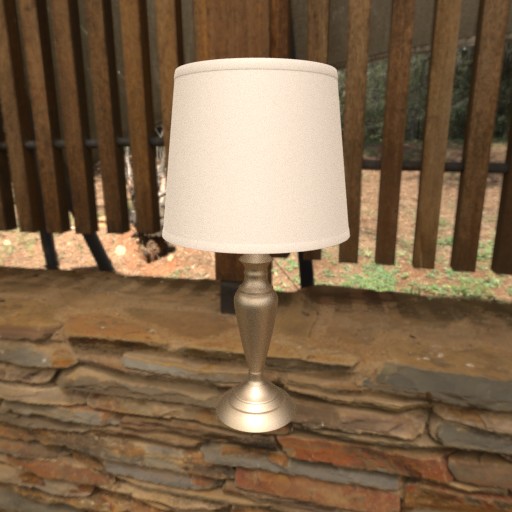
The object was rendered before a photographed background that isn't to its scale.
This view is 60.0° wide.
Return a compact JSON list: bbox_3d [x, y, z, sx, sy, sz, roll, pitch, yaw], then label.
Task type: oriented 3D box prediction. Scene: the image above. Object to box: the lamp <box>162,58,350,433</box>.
[{"bbox_3d":[0.000,0.000,0.802,0.328,0.619,0.328,0,14,0],"label":"lamp"}]
